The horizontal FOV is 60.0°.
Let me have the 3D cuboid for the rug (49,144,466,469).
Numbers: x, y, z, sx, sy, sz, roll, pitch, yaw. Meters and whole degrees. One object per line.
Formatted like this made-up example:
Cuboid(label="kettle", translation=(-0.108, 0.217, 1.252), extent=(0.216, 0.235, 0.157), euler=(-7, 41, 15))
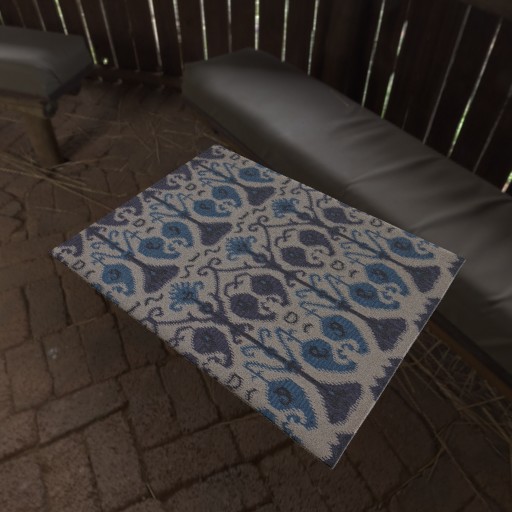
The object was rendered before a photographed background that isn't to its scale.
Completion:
Cuboid(label="rug", translation=(0.000, 0.000, 4.284), extent=(3.228, 0.024, 2.443), euler=(30, 53, 25))
